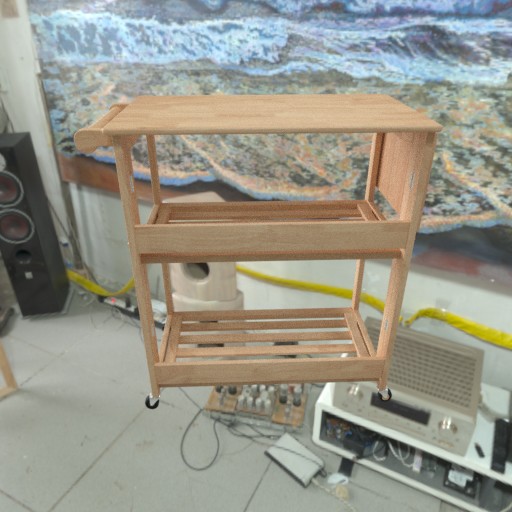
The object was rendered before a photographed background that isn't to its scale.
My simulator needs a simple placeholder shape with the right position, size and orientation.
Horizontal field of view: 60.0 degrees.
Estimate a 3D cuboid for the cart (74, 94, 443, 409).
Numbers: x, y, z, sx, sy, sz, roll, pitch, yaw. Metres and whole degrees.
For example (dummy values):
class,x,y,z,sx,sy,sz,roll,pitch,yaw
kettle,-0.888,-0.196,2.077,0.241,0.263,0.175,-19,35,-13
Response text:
class,x,y,z,sx,sy,sz,roll,pitch,yaw
cart,0.000,0.000,1.367,0.853,0.879,0.432,-1,29,-2
